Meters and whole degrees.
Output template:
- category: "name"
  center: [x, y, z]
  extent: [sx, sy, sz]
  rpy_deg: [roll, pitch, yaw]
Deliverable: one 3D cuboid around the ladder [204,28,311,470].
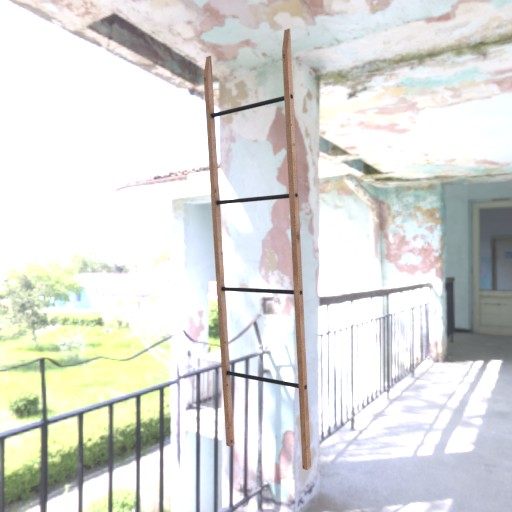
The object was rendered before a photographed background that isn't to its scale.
- category: "ladder"
  center: [0.000, 0.000, 1.943]
  extent: [0.442, 1.805, 0.200]
  rpy_deg: [0, -1, 35]
